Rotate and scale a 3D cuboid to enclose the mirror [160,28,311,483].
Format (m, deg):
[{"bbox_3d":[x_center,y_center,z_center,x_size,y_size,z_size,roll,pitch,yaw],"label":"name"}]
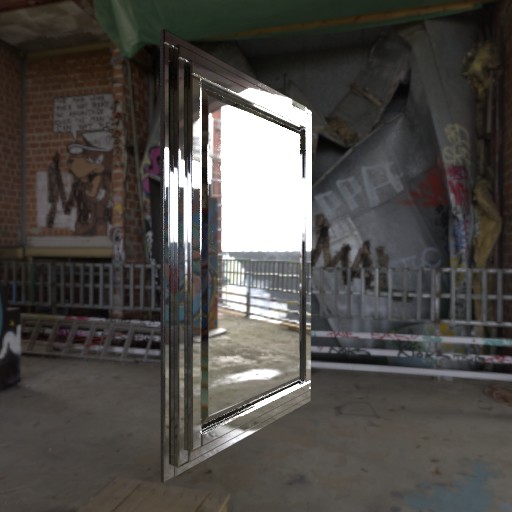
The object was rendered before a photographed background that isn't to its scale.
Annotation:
[{"bbox_3d":[0.000,0.000,1.134,0.039,0.914,0.613,0,0,36],"label":"mirror"}]
